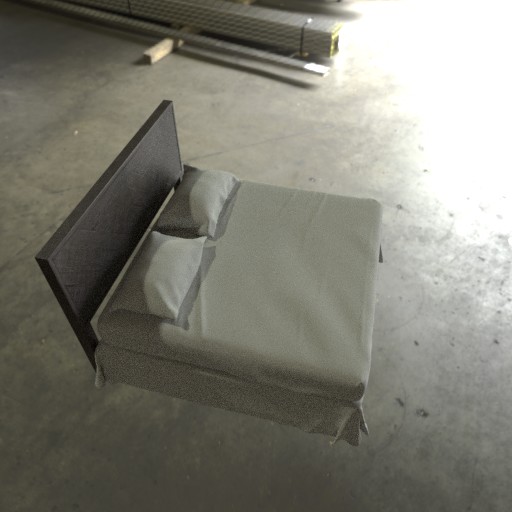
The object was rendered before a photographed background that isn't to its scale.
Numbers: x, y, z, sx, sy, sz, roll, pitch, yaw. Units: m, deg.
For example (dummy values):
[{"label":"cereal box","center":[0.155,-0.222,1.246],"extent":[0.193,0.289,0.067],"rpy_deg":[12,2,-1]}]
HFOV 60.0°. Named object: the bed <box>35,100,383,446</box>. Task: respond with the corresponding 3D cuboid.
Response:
[{"label":"bed","center":[0.000,0.000,2.908],"extent":[1.785,1.142,1.772],"rpy_deg":[11,48,10]}]
